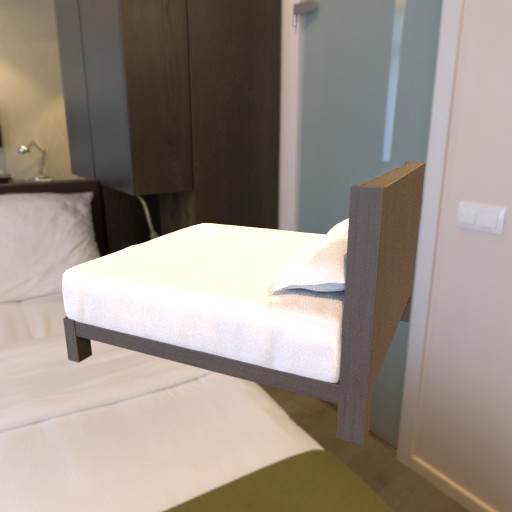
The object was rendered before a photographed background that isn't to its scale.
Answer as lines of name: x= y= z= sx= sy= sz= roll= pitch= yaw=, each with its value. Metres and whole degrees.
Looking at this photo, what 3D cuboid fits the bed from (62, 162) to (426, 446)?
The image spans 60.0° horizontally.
bed: x=0.000 y=0.000 z=3.156 sx=1.992 sy=1.261 sz=1.735 roll=7 pitch=17 yaw=25
